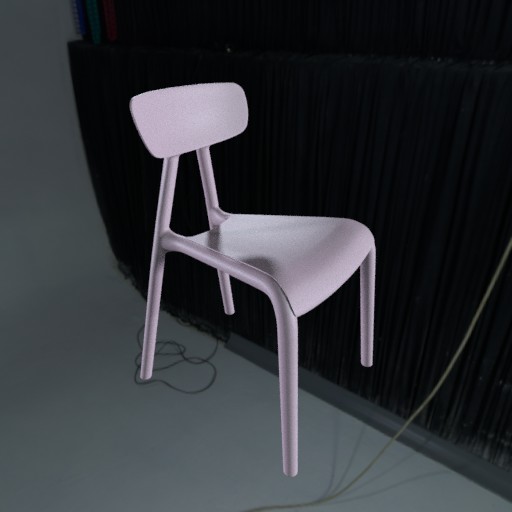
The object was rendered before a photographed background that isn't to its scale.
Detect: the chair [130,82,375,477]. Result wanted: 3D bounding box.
[{"bbox_3d":[0.000,0.000,0.842,0.401,0.580,0.356,18,32,31],"label":"chair"}]
